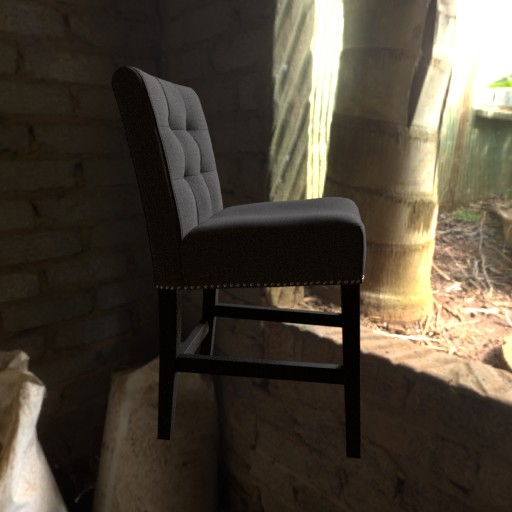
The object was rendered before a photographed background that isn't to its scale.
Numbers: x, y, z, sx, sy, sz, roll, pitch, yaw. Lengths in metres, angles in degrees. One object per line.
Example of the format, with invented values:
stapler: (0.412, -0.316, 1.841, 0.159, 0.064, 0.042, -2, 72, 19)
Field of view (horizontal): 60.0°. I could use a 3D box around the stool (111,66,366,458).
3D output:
stool: (0.000, 0.000, 1.165, 0.571, 0.885, 0.427, 2, 15, 9)
